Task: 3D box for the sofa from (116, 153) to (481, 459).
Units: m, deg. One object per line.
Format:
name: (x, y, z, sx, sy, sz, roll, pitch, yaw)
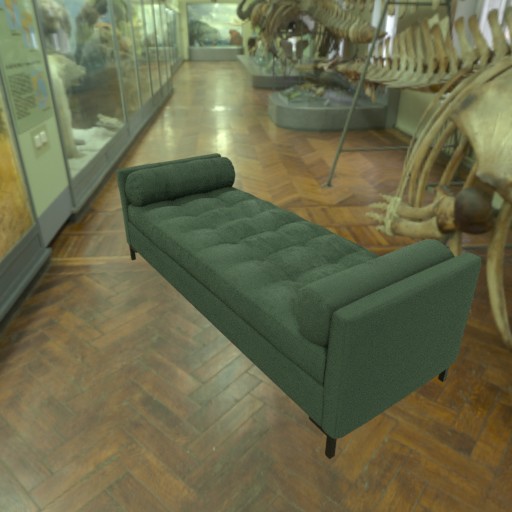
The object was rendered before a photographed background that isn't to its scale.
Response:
sofa: (0.000, 0.000, 2.488, 0.817, 0.681, 2.130, -18, 32, -31)
